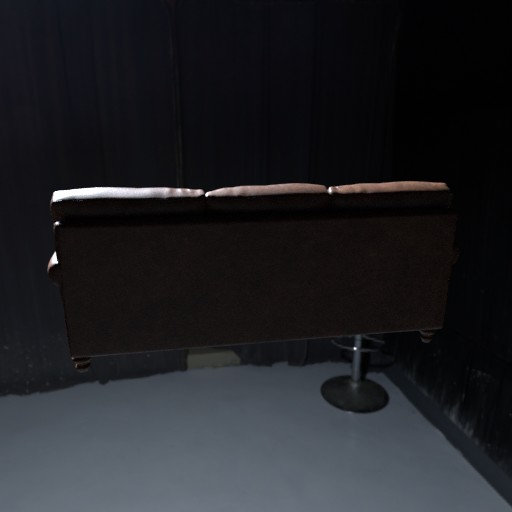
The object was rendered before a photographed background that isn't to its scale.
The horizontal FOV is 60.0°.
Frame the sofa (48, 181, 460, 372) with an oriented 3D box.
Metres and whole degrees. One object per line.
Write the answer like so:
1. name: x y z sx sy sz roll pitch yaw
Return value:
1. sofa: 0.000 0.000 2.851 2.351 0.977 0.973 -3 16 -10
